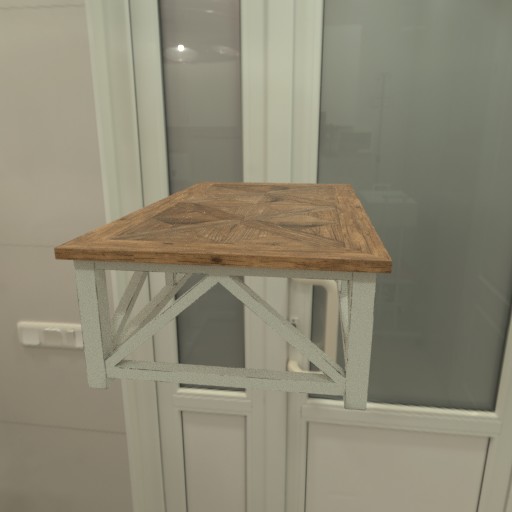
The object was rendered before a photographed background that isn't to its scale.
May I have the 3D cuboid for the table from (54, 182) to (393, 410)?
[{"bbox_3d":[0.000,0.000,1.748,0.800,0.410,1.400,2,16,8],"label":"table"}]
